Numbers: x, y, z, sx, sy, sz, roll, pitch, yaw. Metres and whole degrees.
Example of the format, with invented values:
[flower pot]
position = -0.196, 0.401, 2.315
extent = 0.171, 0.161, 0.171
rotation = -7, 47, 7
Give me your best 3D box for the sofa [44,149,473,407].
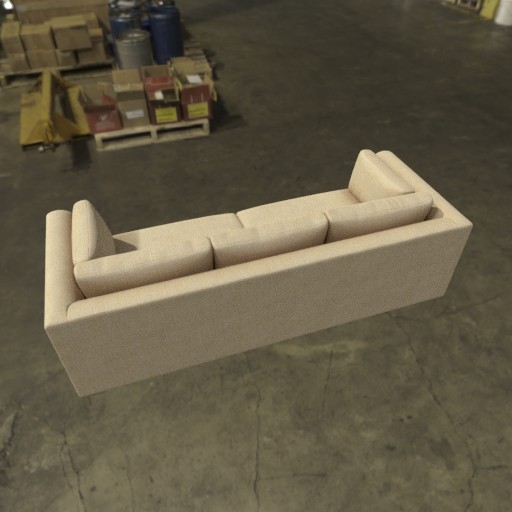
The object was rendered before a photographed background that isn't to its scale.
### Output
[sofa]
position = 0.000, 0.000, 2.896
extent = 2.415, 0.867, 0.969
rotation = -13, 44, -14
